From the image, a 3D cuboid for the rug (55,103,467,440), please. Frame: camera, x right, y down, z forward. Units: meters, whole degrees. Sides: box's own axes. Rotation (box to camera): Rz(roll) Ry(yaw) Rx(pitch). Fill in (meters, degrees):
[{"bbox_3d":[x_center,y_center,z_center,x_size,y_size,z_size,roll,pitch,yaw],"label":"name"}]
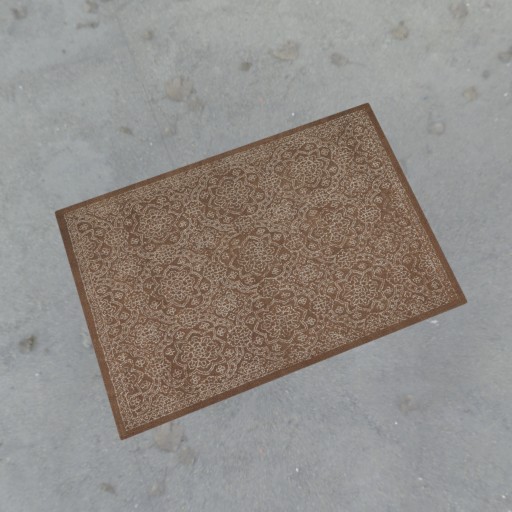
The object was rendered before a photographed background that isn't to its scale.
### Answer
[{"bbox_3d":[0.000,0.000,2.297,1.829,0.010,1.219,-20,77,-5],"label":"rug"}]
